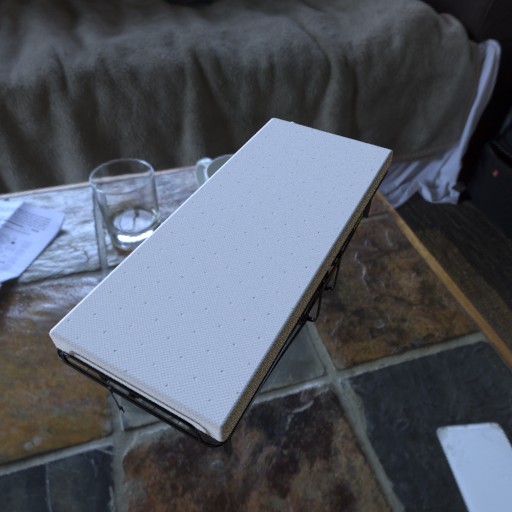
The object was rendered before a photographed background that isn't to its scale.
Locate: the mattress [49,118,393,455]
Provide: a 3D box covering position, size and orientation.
[{"bbox_3d":[0.000,0.000,2.549,0.922,0.519,2.153,22,50,20],"label":"mattress"}]
